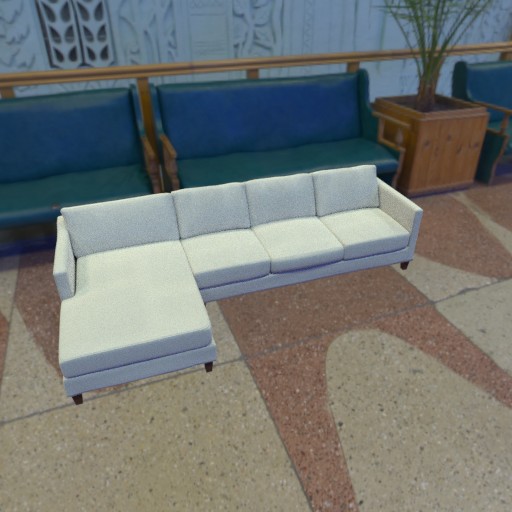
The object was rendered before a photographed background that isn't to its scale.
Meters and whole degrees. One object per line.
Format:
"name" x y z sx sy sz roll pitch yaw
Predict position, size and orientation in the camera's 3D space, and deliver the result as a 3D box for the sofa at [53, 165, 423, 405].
"sofa" 0.000 0.000 3.840 3.186 0.861 1.625 -10 34 -16
